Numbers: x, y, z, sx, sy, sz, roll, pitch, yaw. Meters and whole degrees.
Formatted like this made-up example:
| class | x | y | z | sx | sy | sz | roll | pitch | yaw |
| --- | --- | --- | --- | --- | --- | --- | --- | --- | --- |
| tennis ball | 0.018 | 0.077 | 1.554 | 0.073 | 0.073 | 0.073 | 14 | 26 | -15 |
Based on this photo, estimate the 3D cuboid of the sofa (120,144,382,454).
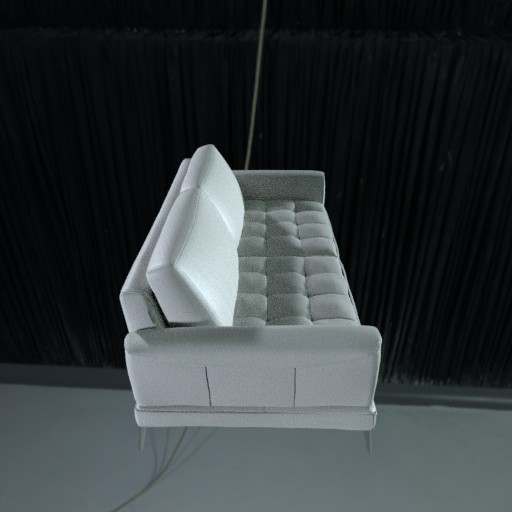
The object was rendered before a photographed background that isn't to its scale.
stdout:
| class | x | y | z | sx | sy | sz | roll | pitch | yaw |
| --- | --- | --- | --- | --- | --- | --- | --- | --- | --- |
| sofa | 0.000 | 0.000 | 2.766 | 1.121 | 0.930 | 2.177 | 0 | 30 | 1 |
